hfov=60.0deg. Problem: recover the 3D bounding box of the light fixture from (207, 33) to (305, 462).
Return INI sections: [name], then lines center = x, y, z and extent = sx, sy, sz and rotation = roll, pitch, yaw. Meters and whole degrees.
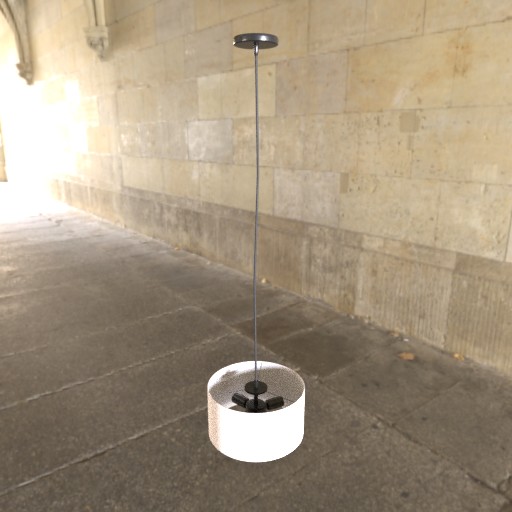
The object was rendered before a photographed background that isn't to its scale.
[light fixture]
center = 0.000, 0.000, 1.684
extent = 0.399, 1.516, 0.399
rotation = 0, 15, 0
